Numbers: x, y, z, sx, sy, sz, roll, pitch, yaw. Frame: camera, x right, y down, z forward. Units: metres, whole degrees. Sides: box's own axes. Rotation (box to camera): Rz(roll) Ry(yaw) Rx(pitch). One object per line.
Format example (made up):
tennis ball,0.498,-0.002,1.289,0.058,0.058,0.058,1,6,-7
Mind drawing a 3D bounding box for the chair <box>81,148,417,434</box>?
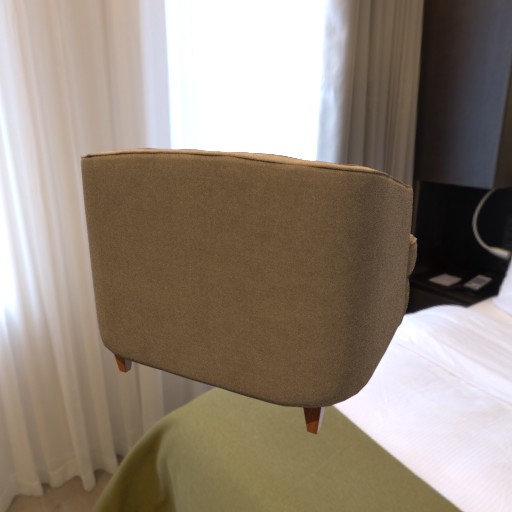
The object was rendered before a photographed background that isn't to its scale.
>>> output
chair,0.000,0.000,1.742,1.104,0.852,0.941,8,18,26
